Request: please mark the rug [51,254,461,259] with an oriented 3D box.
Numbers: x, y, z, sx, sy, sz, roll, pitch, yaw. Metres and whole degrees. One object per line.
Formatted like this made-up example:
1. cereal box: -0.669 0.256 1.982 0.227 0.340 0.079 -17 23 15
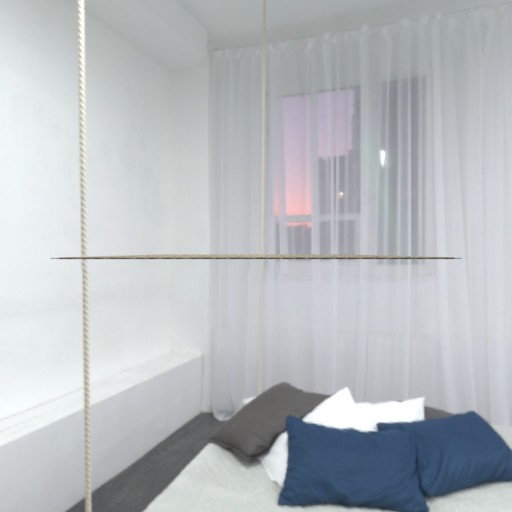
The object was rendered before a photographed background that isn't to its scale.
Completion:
1. rug: 0.000 0.000 4.135 2.437 0.010 3.056 0 1 0
